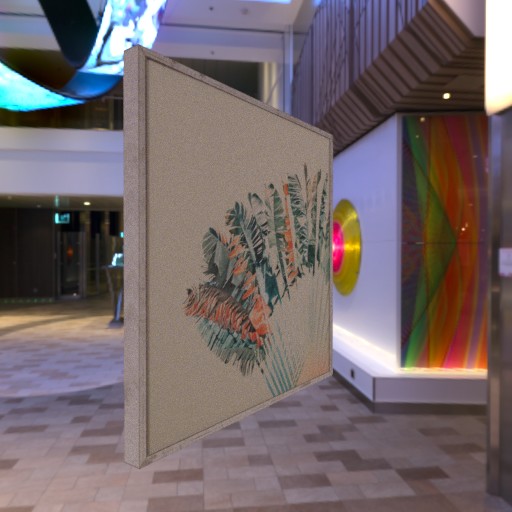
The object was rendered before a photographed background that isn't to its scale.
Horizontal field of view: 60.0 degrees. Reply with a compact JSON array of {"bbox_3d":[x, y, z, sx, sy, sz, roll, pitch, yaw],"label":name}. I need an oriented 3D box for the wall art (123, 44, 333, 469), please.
[{"bbox_3d":[0.000,0.000,0.740,0.029,0.506,0.508,0,1,36],"label":"wall art"}]
